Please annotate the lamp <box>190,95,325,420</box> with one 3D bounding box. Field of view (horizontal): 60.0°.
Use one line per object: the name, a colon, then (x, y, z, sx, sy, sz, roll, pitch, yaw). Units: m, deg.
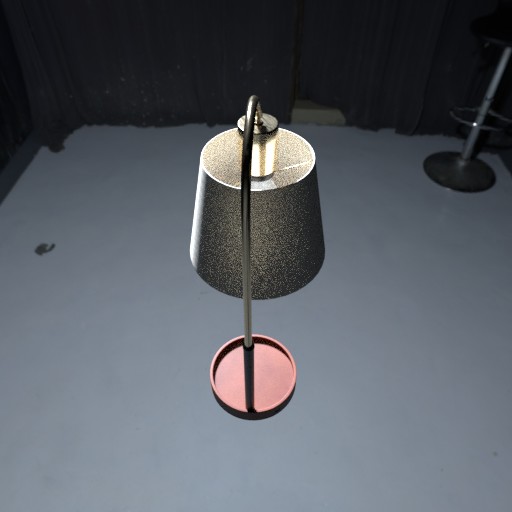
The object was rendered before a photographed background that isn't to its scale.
lamp: (0.000, 0.000, 0.665, 0.211, 0.536, 0.273, 3, 46, 3)
